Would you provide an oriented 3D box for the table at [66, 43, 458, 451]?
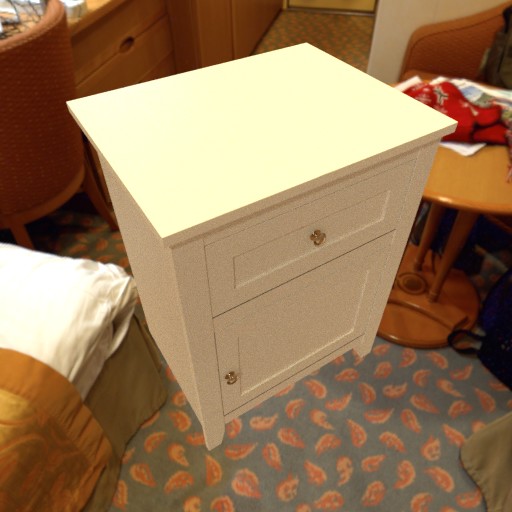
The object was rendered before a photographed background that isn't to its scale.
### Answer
[{"bbox_3d":[0.000,0.000,0.912,0.480,0.635,0.381,-24,50,-22],"label":"table"}]
